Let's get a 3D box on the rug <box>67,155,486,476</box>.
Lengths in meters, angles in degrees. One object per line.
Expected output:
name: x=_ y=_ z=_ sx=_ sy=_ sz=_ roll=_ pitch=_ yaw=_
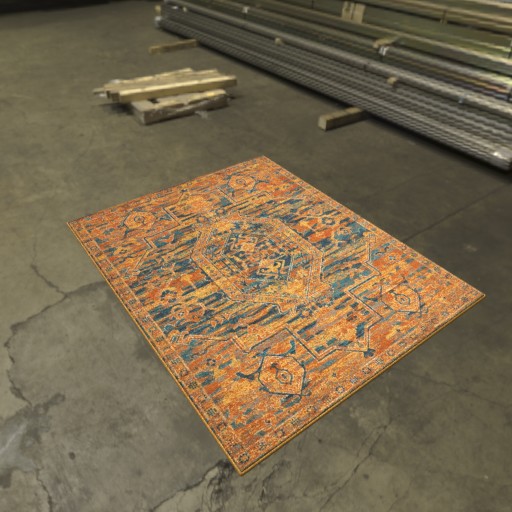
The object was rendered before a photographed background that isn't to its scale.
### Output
rug: x=0.000 y=0.000 z=3.996 sx=2.435 sy=0.031 sz=3.040 roll=-25 pitch=46 yaw=-27
